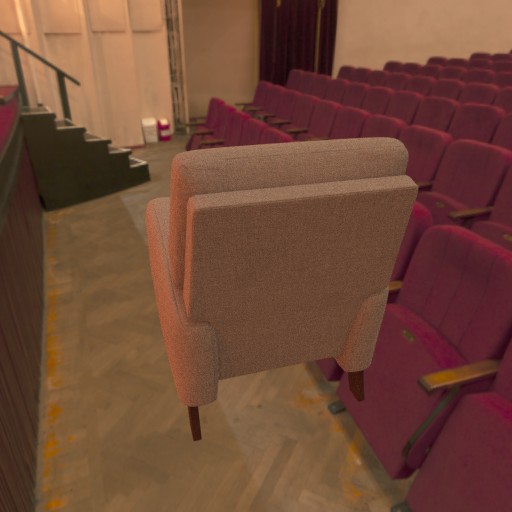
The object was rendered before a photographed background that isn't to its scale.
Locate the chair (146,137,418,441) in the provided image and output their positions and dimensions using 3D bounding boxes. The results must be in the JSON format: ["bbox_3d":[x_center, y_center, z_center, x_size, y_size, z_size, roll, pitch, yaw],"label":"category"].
[{"bbox_3d":[0.000,0.000,1.673,0.762,0.990,0.990,-8,28,-15],"label":"chair"}]
